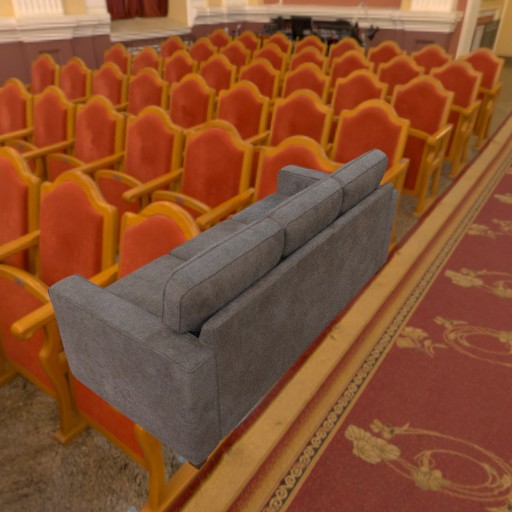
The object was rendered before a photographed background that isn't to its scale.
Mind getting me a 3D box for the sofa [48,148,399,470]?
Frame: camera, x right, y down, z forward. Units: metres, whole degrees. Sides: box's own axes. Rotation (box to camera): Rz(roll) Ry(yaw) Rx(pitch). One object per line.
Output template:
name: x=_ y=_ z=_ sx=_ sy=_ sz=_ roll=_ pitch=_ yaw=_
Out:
sofa: x=0.000 y=0.000 z=2.658 sx=0.939 sy=0.965 sz=2.133 roll=21 pitch=37 yaw=30
